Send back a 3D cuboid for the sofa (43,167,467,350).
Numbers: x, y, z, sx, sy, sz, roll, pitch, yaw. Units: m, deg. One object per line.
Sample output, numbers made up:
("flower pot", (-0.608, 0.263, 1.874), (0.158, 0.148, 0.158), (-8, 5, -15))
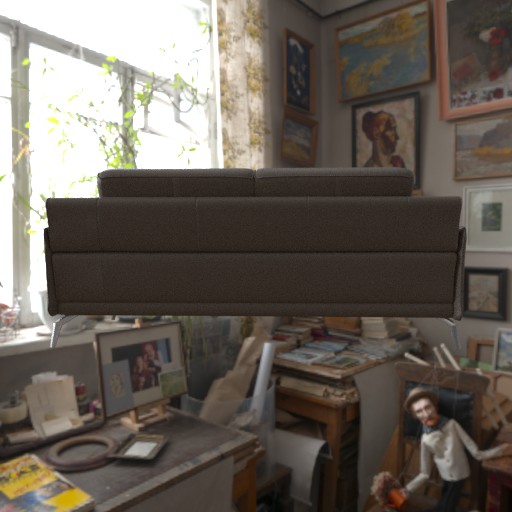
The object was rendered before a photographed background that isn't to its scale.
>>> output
("sofa", (0.000, 0.000, 2.580), (2.101, 0.930, 1.049), (0, 1, 1))
